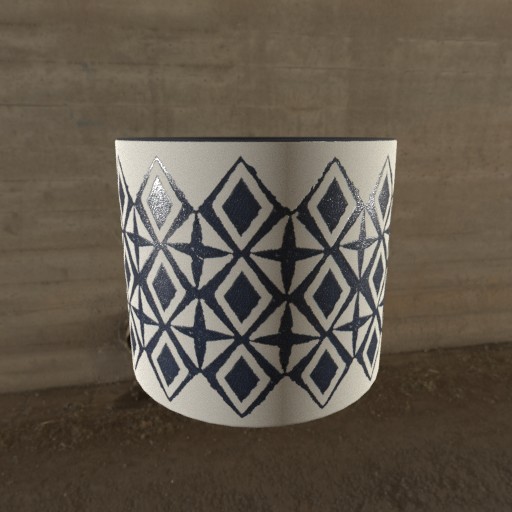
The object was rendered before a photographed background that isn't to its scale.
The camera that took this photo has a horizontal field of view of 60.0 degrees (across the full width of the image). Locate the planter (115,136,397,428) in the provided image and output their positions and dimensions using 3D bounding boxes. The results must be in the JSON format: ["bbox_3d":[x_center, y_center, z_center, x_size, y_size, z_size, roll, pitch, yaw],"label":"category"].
[{"bbox_3d":[0.000,0.000,0.279,0.159,0.144,0.159,0,16,0],"label":"planter"}]
